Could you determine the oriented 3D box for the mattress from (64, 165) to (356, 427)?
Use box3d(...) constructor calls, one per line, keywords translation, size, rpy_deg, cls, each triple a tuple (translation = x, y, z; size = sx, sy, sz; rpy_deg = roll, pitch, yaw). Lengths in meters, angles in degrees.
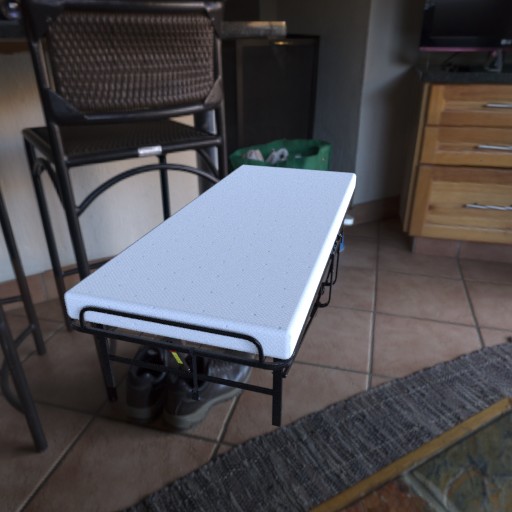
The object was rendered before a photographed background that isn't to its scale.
box3d(translation=(0.000, 0.000, 2.549), size=(0.922, 0.519, 2.153), rpy_deg=(8, 26, 15), cls="mattress")
